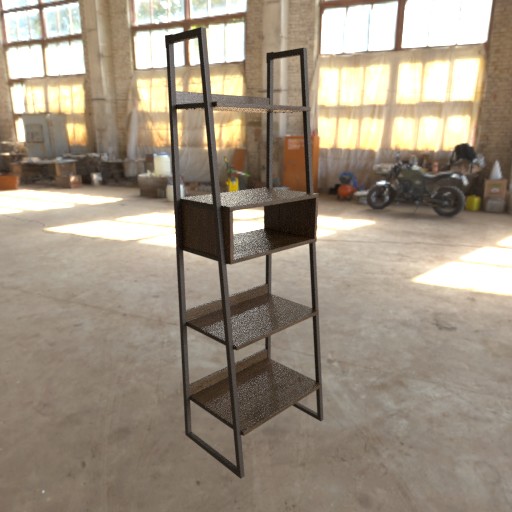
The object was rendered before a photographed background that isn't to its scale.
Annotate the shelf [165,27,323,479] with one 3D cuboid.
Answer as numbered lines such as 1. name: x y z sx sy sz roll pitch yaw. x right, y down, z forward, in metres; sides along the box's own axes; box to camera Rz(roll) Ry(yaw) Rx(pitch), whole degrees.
1. shelf: 0.000 0.000 2.232 0.652 2.005 0.454 -15 21 -42
